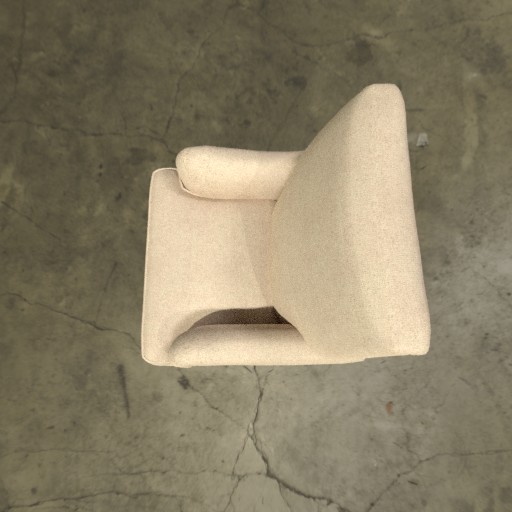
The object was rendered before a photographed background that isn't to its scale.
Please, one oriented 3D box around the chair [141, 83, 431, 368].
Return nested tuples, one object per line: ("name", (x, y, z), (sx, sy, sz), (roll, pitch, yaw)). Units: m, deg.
("chair", (0.000, 0.000, 1.812), (0.953, 1.119, 0.879), (-1, 74, 0))
